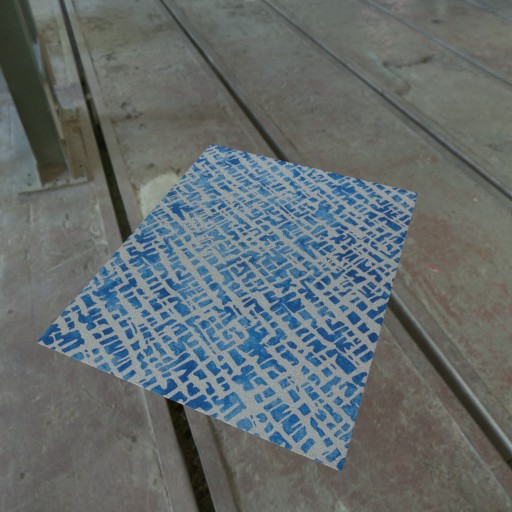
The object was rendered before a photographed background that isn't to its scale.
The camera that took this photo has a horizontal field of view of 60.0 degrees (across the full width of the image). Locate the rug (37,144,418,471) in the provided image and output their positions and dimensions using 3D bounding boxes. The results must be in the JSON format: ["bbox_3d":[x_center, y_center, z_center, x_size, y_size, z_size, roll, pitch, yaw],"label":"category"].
[{"bbox_3d":[0.000,0.000,4.049,2.435,0.007,3.007,17,49,16],"label":"rug"}]
